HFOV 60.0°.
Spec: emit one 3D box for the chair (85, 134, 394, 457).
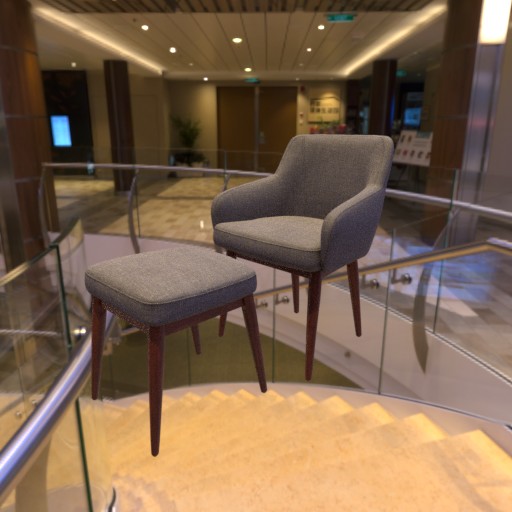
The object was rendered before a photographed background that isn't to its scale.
[{"bbox_3d":[0.000,0.000,1.538,1.107,0.799,0.584,-16,22,-42],"label":"chair"}]
